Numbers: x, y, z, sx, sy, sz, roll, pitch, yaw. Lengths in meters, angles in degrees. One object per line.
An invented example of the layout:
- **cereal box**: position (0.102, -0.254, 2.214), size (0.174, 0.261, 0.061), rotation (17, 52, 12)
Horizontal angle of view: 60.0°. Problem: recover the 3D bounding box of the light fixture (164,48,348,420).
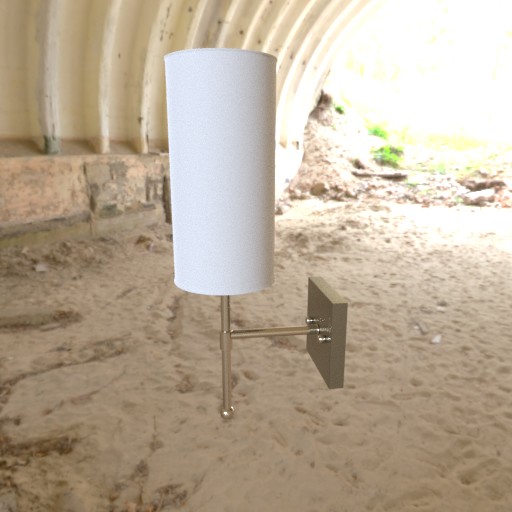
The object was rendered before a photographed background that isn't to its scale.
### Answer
- **light fixture**: position (0.000, 0.000, 0.565), size (0.208, 0.462, 0.128), rotation (-2, 14, -8)
